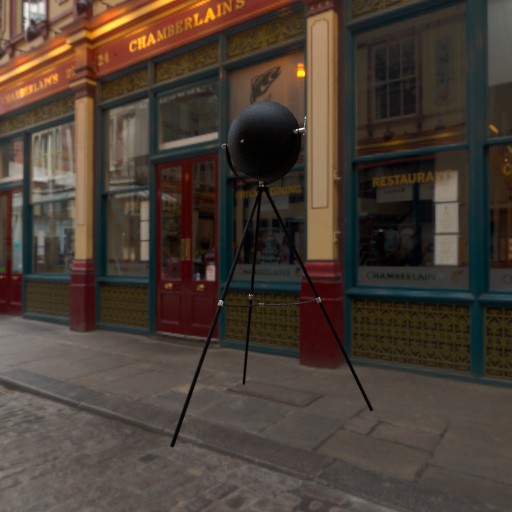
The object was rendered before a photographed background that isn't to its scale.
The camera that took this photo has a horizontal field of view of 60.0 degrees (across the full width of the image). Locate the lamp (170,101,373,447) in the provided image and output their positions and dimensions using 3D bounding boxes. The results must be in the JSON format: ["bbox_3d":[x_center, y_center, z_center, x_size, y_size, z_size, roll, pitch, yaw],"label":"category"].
[{"bbox_3d":[0.000,0.000,2.073,0.817,1.512,0.920,-1,-2,35],"label":"lamp"}]
